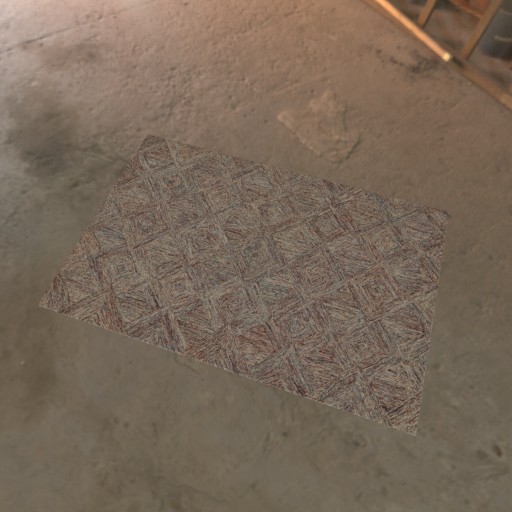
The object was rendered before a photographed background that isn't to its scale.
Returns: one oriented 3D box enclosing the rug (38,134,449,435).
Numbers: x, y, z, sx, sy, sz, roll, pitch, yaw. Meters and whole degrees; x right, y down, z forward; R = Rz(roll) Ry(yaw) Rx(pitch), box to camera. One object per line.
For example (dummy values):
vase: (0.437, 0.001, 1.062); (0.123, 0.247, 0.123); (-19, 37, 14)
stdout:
rug: (0.000, 0.000, 2.872); (2.285, 0.019, 1.523); (16, 61, 10)
